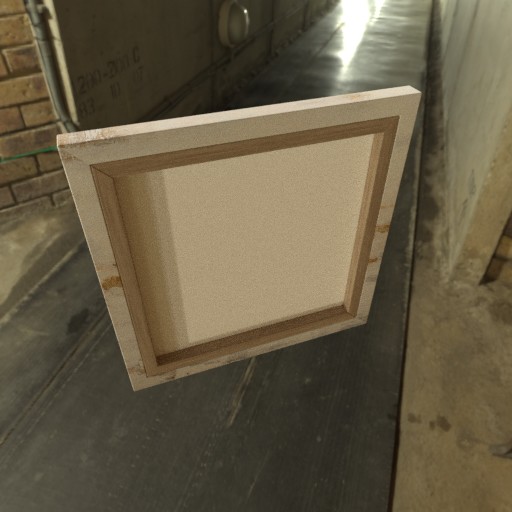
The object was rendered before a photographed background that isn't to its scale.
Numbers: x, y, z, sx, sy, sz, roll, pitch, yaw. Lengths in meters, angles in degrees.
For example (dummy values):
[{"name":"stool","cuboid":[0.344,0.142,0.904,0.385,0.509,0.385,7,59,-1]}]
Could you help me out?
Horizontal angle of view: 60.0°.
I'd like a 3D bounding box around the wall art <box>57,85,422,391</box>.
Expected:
[{"name":"wall art","cuboid":[0.000,0.000,0.916,0.611,0.613,0.040,-13,42,-15]}]
